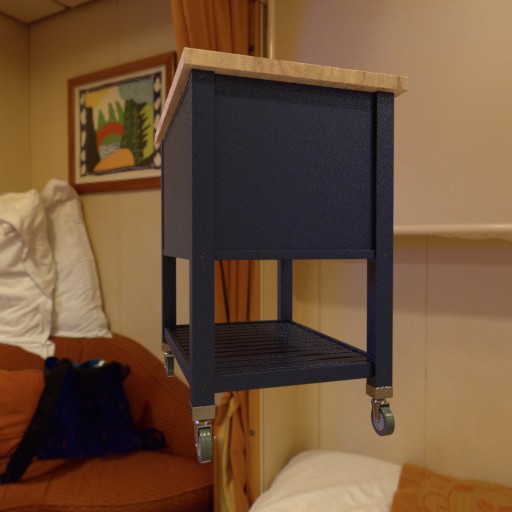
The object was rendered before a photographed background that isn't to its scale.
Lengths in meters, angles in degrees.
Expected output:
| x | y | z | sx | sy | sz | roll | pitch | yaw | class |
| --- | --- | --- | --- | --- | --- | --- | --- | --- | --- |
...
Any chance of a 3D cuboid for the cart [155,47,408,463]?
| x | y | z | sx | sy | sz | roll | pitch | yaw | class |
| --- | --- | --- | --- | --- | --- | --- | --- | --- | --- |
| 0.000 | 0.000 | 1.421 | 0.567 | 0.920 | 0.797 | 0 | 1 | -17 | cart |
